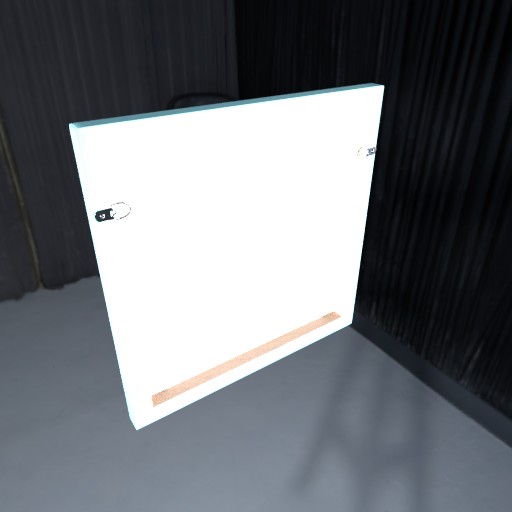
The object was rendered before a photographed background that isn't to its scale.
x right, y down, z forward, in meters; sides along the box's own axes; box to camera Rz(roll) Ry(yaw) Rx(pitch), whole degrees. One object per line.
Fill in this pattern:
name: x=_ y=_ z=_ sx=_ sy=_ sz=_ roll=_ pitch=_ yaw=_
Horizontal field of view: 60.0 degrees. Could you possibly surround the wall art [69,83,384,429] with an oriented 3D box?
wall art: x=0.000 y=0.000 z=1.597 sx=1.071 sy=1.073 sz=0.070 roll=-19 pitch=35 yaw=-29
